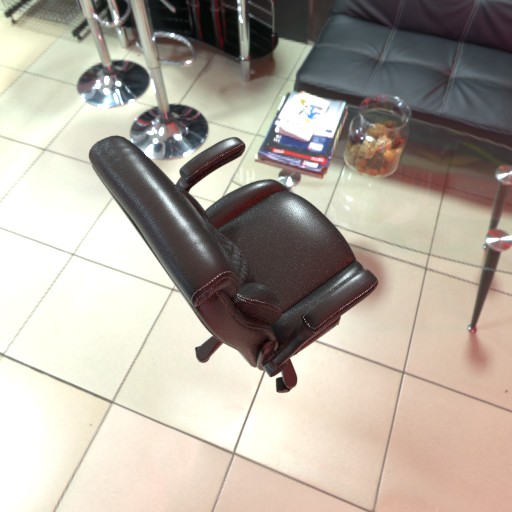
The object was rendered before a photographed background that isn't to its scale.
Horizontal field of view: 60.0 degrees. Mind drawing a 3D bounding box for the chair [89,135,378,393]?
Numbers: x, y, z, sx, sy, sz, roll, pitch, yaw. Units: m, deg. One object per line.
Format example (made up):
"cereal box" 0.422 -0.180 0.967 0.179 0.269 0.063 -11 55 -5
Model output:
"chair" 0.000 0.000 1.588 0.724 1.110 0.782 -32 64 -18
